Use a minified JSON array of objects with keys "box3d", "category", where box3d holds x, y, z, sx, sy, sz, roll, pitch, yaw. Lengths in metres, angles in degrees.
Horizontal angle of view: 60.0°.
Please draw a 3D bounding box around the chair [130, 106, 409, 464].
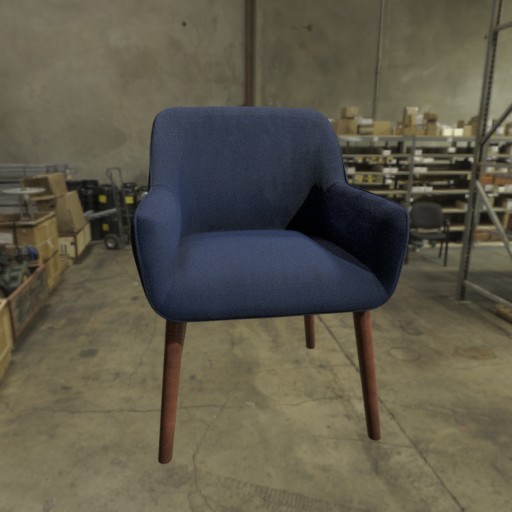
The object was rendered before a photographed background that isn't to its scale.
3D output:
[{"box3d":[0.000,0.000,1.226,0.600,0.820,0.600,-2,15,-9],"category":"chair"}]
